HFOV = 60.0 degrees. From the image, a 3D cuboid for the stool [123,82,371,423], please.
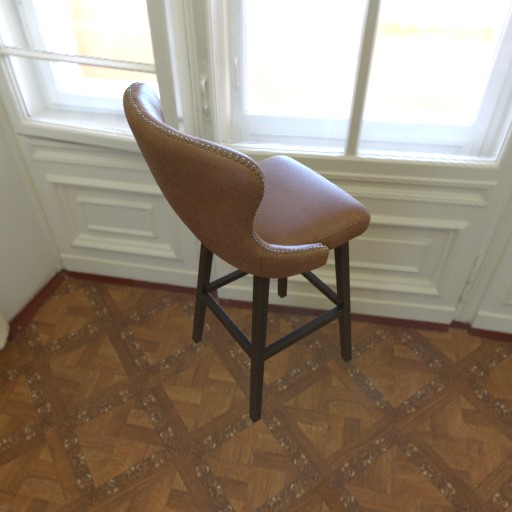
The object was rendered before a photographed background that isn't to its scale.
[{"bbox_3d":[0.000,0.000,1.381,0.601,1.050,0.528,-25,47,-25],"label":"stool"}]
